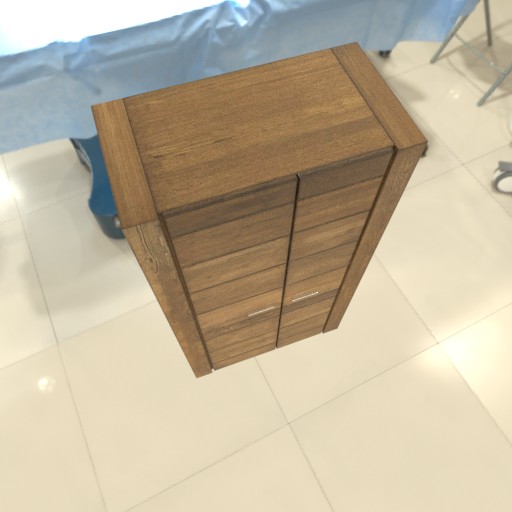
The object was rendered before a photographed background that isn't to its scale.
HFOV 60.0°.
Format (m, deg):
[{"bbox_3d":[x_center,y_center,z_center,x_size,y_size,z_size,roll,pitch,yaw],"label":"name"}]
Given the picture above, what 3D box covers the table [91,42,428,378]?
[{"bbox_3d":[0.000,0.000,2.489,1.100,2.000,0.600,-17,63,-9],"label":"table"}]
